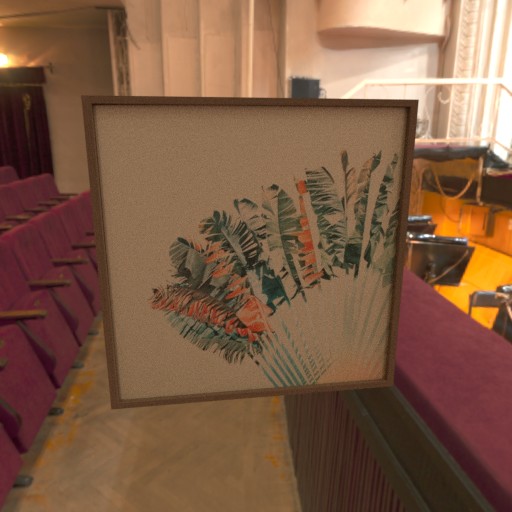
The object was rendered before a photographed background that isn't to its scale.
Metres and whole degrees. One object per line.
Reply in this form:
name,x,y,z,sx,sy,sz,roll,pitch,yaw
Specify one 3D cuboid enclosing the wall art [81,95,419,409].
wall art,0.000,0.000,0.453,0.304,0.303,0.038,-2,15,-8
